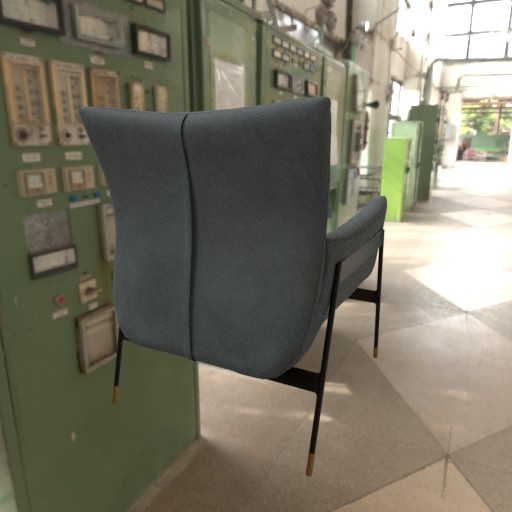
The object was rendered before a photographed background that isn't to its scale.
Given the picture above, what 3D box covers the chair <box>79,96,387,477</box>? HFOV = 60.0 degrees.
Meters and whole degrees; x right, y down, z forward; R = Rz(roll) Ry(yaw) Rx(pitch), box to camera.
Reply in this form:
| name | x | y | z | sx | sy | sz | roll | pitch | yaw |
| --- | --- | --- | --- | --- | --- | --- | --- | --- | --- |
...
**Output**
| name | x | y | z | sx | sy | sz | roll | pitch | yaw |
| --- | --- | --- | --- | --- | --- | --- | --- | --- | --- |
| chair | 0.000 | 0.000 | 1.367 | 0.678 | 0.858 | 0.709 | 8 | 17 | 27 |
